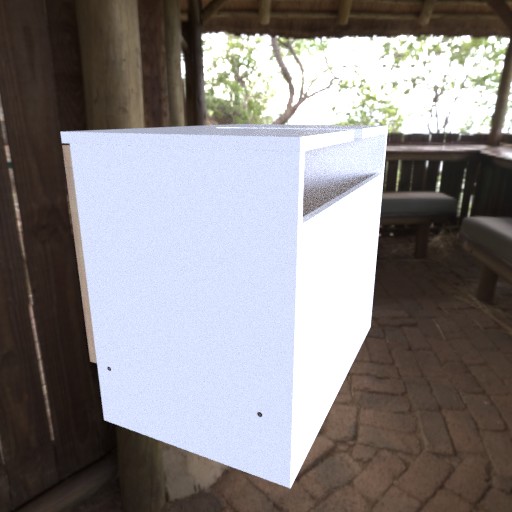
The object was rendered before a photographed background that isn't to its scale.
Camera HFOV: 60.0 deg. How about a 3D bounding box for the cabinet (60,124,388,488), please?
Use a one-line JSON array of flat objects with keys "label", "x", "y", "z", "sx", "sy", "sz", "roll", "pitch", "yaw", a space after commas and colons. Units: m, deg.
[{"label": "cabinet", "x": 0.000, "y": 0.000, "z": 0.940, "sx": 0.400, "sy": 0.522, "sz": 0.600, "roll": 8, "pitch": 20, "yaw": 24}]
